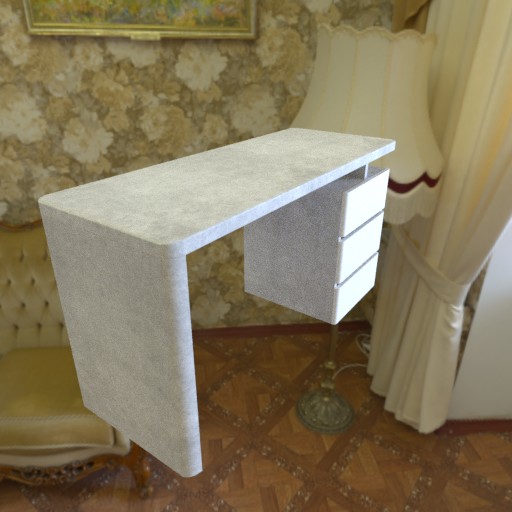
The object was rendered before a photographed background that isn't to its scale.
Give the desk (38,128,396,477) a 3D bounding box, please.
[{"bbox_3d":[0.000,0.000,1.774,0.550,0.755,1.400,18,31,32],"label":"desk"}]
